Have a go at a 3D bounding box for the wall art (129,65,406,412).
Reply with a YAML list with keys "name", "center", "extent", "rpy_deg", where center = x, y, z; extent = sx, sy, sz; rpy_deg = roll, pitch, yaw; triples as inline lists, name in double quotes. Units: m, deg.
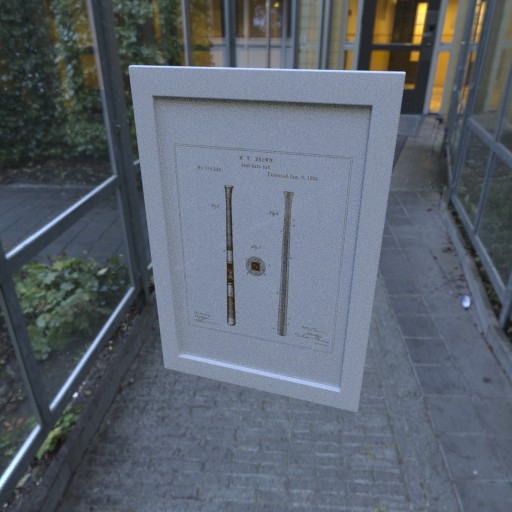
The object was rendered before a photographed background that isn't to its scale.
- name: "wall art"
  center: [0.000, 0.000, 0.617]
  extent: [0.329, 0.482, 0.011]
  rpy_deg: [8, 28, 16]
